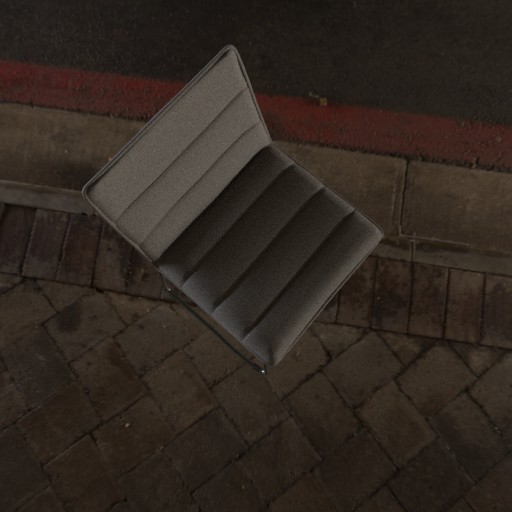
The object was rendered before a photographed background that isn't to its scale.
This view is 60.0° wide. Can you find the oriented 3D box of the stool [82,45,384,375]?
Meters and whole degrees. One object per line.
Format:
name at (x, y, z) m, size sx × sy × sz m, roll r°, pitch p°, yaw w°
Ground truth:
stool at (0.000, 0.000, 1.201) m, size 0.490 × 0.960 × 0.490 m, roll 40°, pitch 80°, yaw 8°
